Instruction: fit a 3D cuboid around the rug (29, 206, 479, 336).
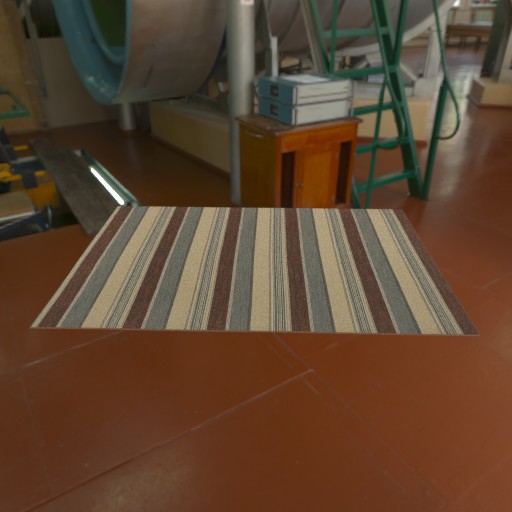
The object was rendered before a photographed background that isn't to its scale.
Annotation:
[{"bbox_3d":[0.000,0.000,2.320,1.829,0.008,1.219,1,30,1],"label":"rug"}]
